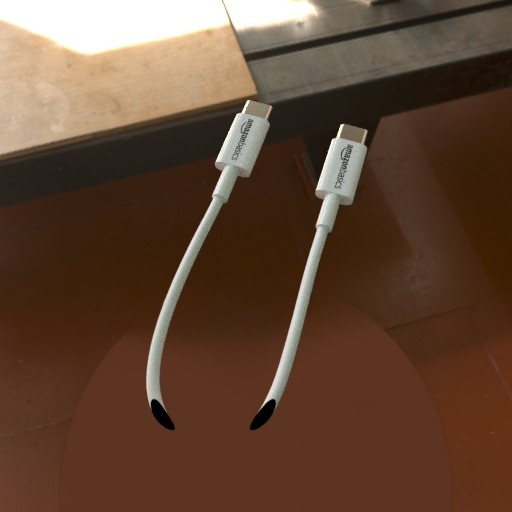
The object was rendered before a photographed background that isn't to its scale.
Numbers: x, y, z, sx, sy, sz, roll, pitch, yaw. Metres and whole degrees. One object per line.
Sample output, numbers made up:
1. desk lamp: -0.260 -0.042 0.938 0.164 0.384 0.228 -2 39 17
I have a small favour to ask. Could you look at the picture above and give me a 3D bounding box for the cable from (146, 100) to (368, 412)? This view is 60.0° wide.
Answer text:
1. cable: 0.000 0.000 0.116 0.041 0.005 0.098 17 67 7
